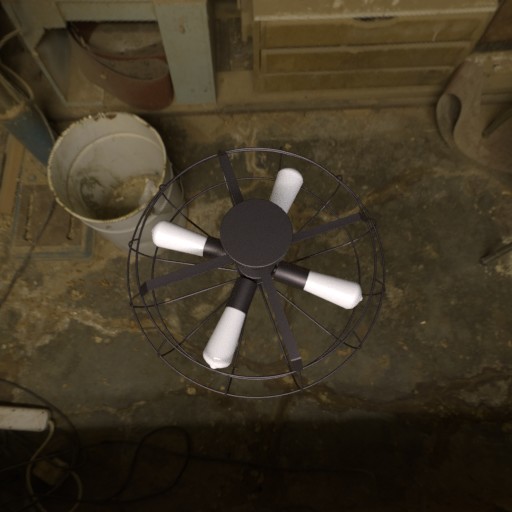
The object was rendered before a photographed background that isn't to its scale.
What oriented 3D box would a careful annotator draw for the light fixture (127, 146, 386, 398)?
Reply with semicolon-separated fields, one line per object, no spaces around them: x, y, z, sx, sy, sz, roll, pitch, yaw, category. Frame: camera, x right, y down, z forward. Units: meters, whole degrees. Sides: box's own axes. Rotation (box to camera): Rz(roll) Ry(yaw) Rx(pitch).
0.000;0.000;0.945;0.582;0.311;0.582;0;75;0;light fixture
